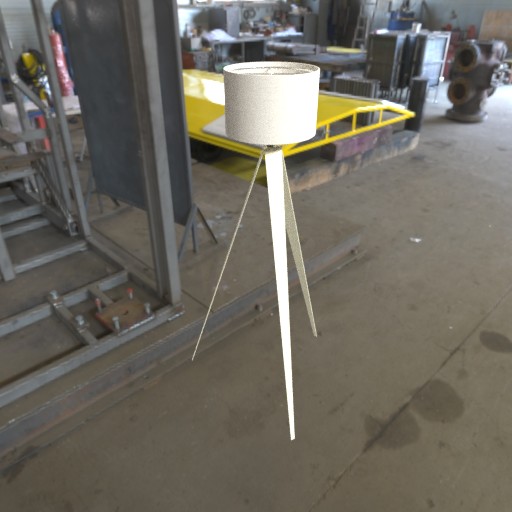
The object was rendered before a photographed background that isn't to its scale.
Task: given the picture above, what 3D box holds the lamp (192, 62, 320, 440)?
[{"bbox_3d":[0.000,0.000,1.952,0.716,1.524,0.724,0,31,1],"label":"lamp"}]
